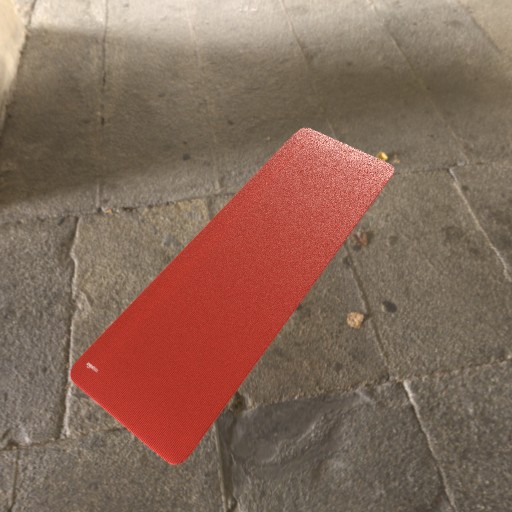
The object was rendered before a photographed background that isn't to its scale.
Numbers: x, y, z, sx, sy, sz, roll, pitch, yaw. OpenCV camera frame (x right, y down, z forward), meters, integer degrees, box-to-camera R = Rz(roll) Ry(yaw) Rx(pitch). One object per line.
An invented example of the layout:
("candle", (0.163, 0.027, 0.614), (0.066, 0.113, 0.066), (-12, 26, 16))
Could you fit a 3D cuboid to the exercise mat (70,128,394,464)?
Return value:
("exercise mat", (0.000, 0.000, 2.137), (0.616, 0.021, 1.869), (30, 61, 19))
